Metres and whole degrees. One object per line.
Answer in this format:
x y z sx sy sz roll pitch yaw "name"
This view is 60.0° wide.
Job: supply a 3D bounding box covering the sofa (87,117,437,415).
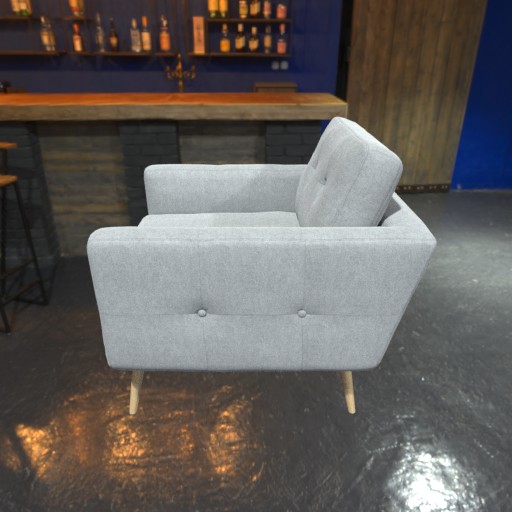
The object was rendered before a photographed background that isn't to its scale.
0.000 0.000 1.530 0.920 0.860 0.770 0 26 0 "sofa"
